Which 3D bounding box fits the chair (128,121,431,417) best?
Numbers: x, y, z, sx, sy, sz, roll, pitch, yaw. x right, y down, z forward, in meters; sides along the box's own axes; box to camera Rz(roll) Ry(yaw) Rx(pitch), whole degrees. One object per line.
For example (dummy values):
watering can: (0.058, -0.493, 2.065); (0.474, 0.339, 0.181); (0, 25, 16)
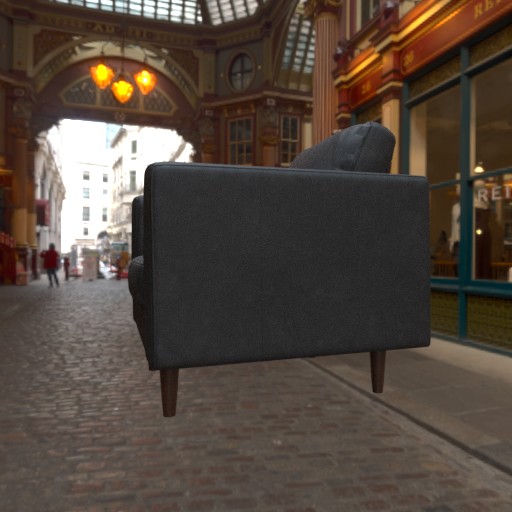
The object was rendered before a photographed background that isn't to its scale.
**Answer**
chair: (0.000, 0.000, 1.599); (0.879, 0.898, 0.831); (0, 1, -18)
